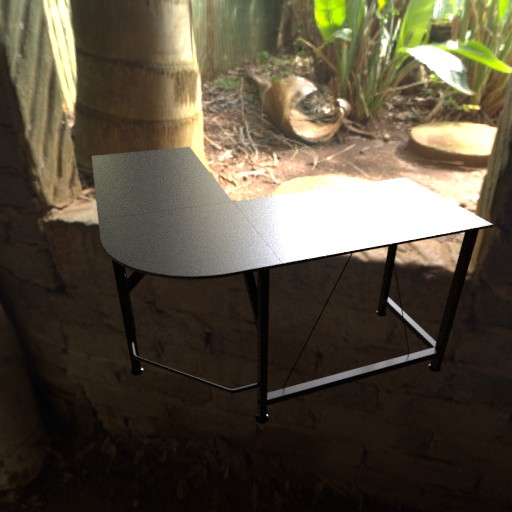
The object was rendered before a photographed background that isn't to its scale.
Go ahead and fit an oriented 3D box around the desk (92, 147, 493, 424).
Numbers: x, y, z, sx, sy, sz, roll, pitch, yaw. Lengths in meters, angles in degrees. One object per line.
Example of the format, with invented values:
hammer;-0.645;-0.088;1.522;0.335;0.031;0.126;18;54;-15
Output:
desk;0.000;0.000;2.226;1.400;0.762;1.400;-10;31;-17
